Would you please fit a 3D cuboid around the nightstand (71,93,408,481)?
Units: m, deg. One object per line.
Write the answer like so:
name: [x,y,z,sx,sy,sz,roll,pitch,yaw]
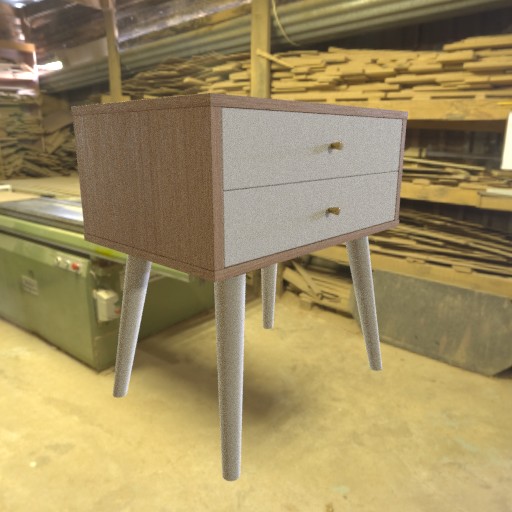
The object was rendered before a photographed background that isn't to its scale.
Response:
nightstand: [0.000,0.000,0.968,0.407,0.610,0.571,14,20,41]
